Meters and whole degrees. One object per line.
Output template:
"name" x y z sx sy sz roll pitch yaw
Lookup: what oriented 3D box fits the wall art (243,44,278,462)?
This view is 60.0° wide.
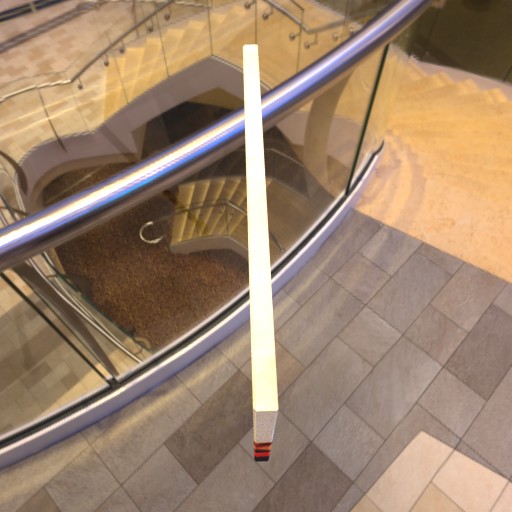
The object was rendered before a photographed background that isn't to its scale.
"wall art" 0.000 0.000 1.165 0.038 0.602 0.918 -2 58 -1
